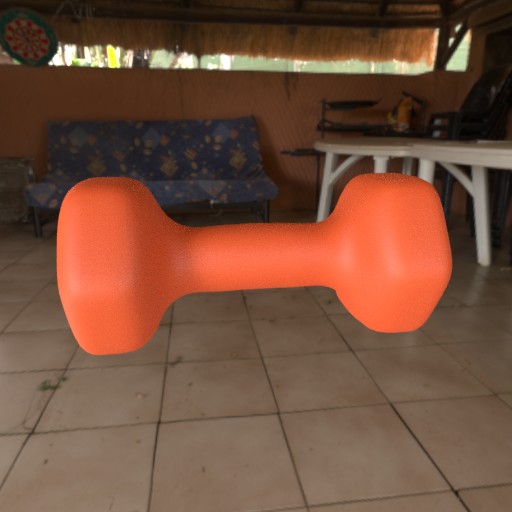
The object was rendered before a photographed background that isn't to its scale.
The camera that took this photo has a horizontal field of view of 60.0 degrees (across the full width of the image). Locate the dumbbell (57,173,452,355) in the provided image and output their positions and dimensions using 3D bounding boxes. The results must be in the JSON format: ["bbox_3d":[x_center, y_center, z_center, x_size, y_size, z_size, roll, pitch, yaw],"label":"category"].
[{"bbox_3d":[0.000,0.000,0.201,0.162,0.071,0.079,-2,16,-8],"label":"dumbbell"}]
